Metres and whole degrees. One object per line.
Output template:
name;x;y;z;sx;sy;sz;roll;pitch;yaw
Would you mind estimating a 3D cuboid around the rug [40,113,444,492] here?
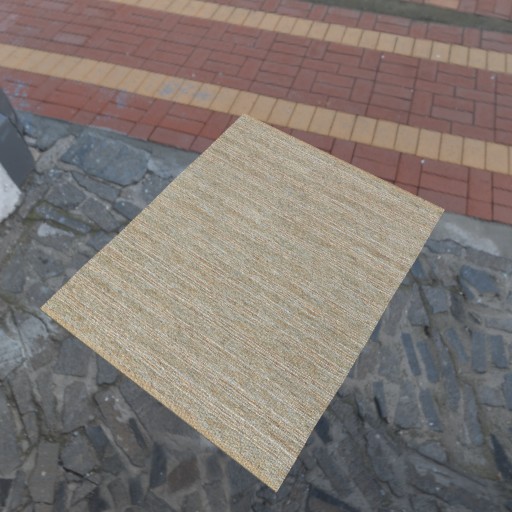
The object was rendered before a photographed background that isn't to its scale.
rug;0.000;0.000;4.123;2.471;0.012;3.034;31;63;18
